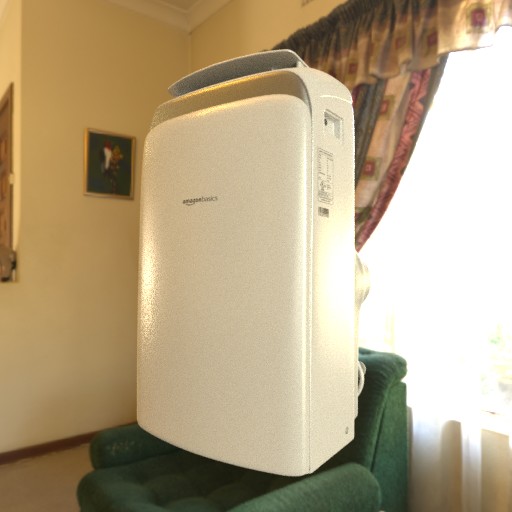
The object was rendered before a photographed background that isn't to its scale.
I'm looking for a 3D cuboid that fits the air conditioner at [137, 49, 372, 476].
[{"bbox_3d":[0.000,0.000,1.023,0.449,0.786,0.414,0,-1,36],"label":"air conditioner"}]
